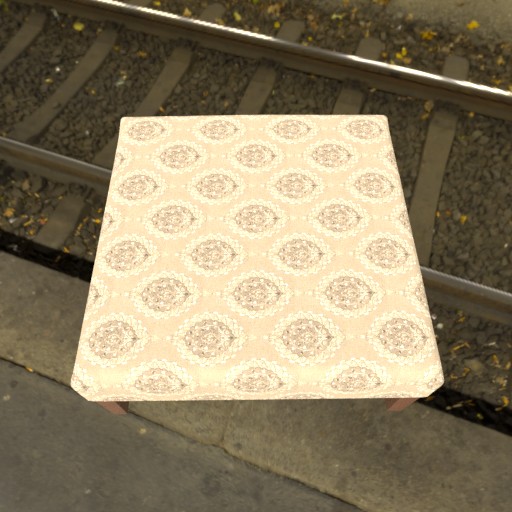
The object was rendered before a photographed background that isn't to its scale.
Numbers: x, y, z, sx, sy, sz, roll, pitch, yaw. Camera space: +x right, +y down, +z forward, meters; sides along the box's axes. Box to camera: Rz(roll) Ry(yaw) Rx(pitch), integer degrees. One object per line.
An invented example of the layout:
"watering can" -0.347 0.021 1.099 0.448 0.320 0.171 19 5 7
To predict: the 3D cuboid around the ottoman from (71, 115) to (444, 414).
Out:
"ottoman" 0.000 0.000 1.389 0.890 0.411 0.889 -1 60 0
